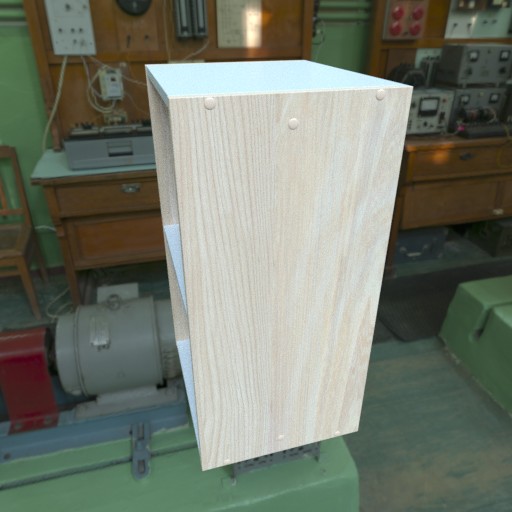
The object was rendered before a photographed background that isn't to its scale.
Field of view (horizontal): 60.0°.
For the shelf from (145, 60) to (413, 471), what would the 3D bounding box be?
[{"bbox_3d":[0.000,0.000,0.784,0.290,0.600,0.350,-8,30,-14],"label":"shelf"}]
